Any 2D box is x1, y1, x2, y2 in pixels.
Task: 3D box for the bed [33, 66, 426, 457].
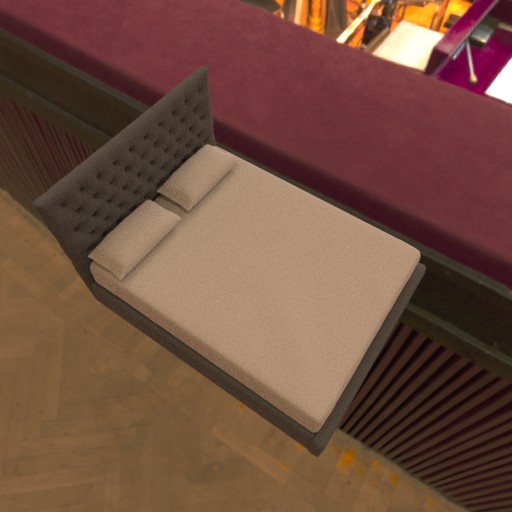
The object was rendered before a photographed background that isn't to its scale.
[{"bbox_3d":[0.000,0.000,3.340,2.231,1.427,1.698,30,63,18],"label":"bed"}]
